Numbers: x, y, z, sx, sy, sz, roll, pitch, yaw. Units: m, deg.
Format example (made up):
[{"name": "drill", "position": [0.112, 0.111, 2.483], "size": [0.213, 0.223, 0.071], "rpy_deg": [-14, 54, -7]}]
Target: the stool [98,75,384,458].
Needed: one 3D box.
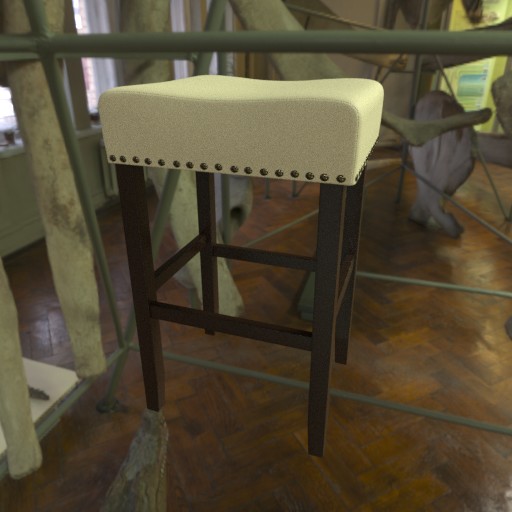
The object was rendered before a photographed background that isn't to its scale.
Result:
[{"name": "stool", "position": [0.000, 0.000, 1.040], "size": [0.471, 0.762, 0.401], "rpy_deg": [9, 27, 17]}]
